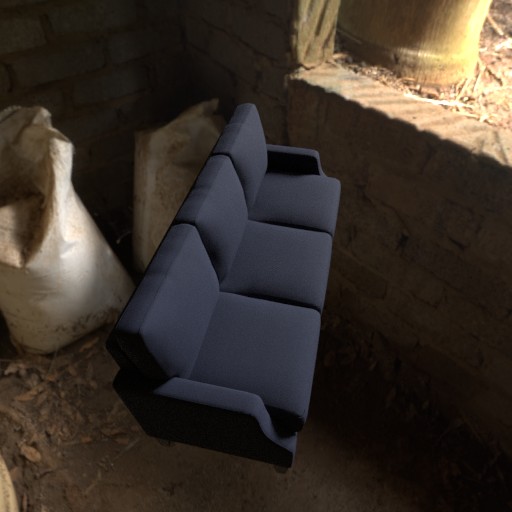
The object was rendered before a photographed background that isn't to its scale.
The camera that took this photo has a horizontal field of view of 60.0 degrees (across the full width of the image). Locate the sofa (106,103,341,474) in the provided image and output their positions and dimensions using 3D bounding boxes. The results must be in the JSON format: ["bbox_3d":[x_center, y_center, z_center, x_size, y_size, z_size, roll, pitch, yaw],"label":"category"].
[{"bbox_3d":[0.000,0.000,2.678,0.888,0.984,2.115,9,45,9],"label":"sofa"}]
